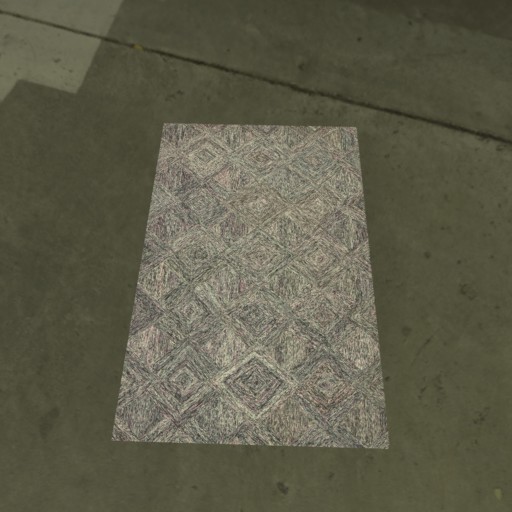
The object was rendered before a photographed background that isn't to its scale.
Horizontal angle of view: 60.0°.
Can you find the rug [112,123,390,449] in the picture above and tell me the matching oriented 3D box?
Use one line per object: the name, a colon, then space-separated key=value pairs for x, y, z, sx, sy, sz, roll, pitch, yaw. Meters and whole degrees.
rug: x=0.000 y=0.000 z=2.922 sx=1.501 sy=0.017 sz=2.298 roll=1 pitch=62 yaw=1
